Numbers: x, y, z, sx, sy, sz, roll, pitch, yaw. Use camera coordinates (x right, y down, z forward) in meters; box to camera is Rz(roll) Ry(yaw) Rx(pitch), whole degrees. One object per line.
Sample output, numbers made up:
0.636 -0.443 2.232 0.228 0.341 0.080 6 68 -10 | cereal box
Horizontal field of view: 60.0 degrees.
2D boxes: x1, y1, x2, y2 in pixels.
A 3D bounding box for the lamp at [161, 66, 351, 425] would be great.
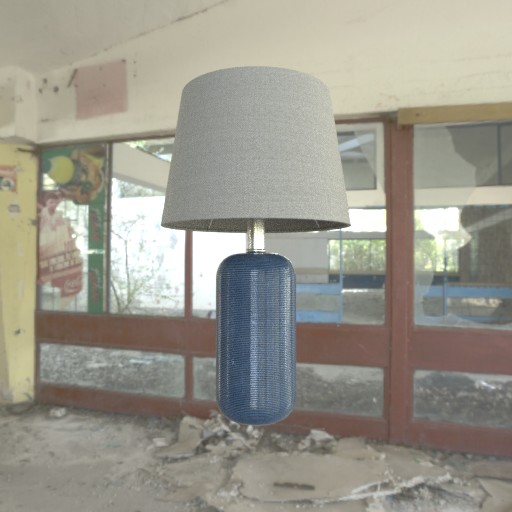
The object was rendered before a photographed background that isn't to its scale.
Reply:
0.000 0.000 0.599 0.253 0.428 0.253 0 -1 0 | lamp
